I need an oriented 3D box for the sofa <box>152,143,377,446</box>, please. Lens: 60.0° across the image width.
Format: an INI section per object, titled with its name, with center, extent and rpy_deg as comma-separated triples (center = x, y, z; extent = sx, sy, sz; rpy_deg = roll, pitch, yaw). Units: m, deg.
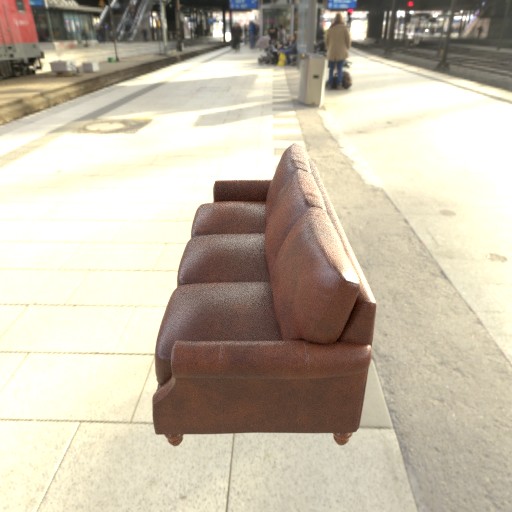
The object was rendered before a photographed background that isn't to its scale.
[sofa]
center = 0.000, 0.000, 2.848
extent = 0.973, 0.977, 2.351
rpy_deg = 0, 27, 0
